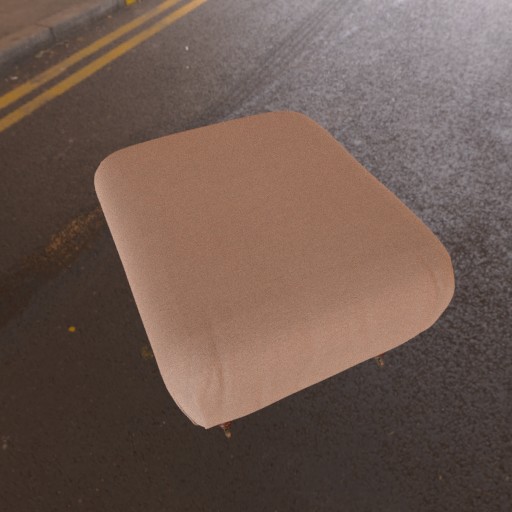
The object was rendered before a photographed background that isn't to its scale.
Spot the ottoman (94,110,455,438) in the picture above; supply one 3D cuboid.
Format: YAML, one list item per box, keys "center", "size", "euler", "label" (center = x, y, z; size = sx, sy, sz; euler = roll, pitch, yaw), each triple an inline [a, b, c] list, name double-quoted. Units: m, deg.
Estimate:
- center: [0.000, 0.000, 1.135]
  size: [0.639, 0.450, 0.746]
  euler: [-19, 50, -17]
  label: "ottoman"
